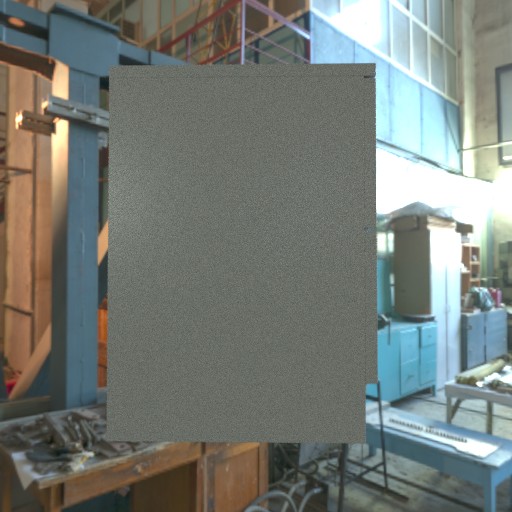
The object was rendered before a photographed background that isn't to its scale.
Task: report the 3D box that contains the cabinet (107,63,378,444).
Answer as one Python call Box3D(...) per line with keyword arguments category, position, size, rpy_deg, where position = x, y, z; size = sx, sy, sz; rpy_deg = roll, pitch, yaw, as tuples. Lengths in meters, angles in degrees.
Box3D(category="cabinet", position=(0.000, 0.000, 0.748), size=(0.360, 0.470, 0.400), rpy_deg=(0, -1, 1))
